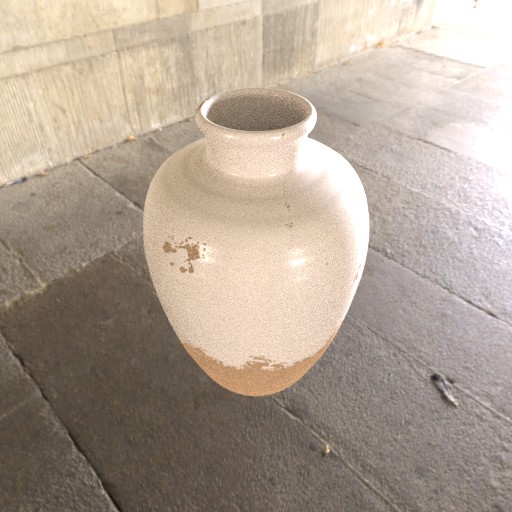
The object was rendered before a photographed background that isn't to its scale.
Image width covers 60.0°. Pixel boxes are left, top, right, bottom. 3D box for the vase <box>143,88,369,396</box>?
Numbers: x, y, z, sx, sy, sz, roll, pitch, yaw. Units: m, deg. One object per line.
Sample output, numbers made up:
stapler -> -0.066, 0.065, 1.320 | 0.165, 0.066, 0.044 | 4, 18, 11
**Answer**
vase -> 0.000, 0.000, 0.334 | 0.158, 0.228, 0.158 | 0, 40, 0
